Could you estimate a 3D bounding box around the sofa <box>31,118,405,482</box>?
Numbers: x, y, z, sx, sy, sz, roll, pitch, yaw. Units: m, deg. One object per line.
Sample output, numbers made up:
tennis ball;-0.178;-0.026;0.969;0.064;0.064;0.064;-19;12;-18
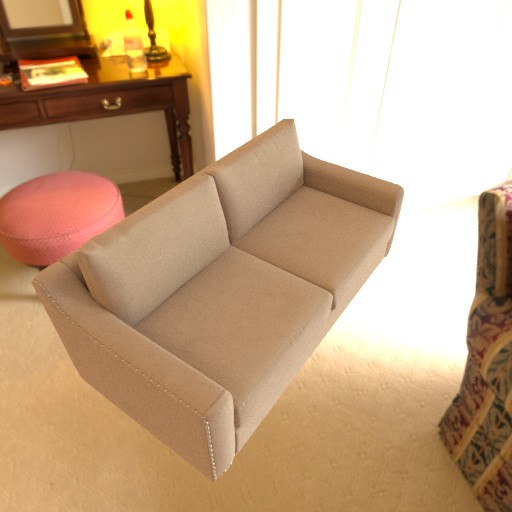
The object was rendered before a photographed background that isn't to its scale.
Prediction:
sofa;0.000;0.000;2.505;1.030;0.901;1.967;25;46;26
